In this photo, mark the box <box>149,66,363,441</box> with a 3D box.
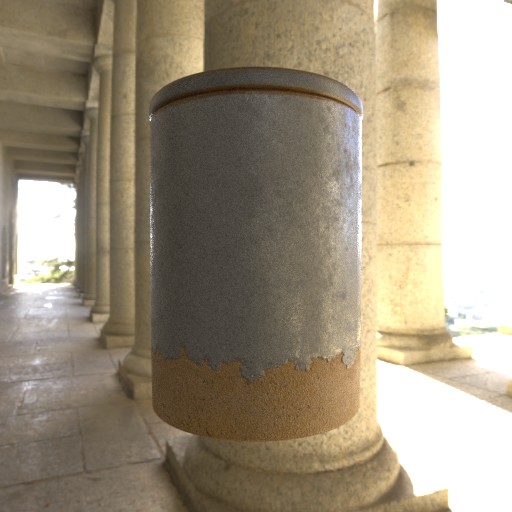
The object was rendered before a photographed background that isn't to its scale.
[{"bbox_3d":[0.000,0.000,0.251,0.118,0.168,0.118,0,0,0],"label":"box"}]
